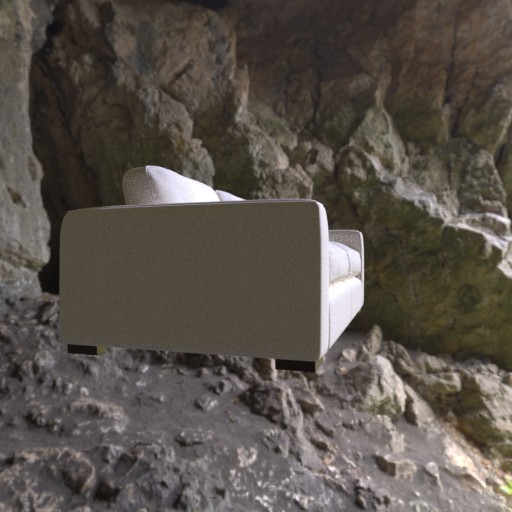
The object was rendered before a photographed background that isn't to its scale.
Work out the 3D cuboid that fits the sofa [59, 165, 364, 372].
[{"bbox_3d":[0.000,0.000,2.508,1.069,0.801,1.920,0,0,18],"label":"sofa"}]
